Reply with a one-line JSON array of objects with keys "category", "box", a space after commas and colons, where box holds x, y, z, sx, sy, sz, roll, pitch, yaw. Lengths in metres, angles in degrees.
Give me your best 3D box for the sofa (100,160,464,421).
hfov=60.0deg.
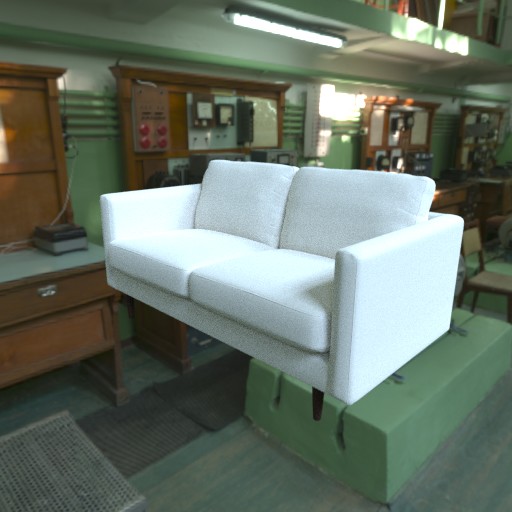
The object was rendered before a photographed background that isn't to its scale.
[{"category": "sofa", "box": [0.000, 0.000, 2.300, 1.713, 0.893, 0.940, 15, 22, 42]}]
